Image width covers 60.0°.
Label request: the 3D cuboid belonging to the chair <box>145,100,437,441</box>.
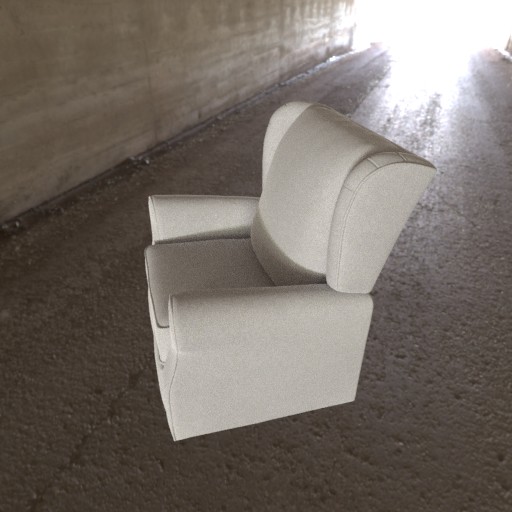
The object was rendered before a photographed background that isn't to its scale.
[{"bbox_3d":[0.000,0.000,1.687,0.854,0.967,0.906,-8,32,-13],"label":"chair"}]
